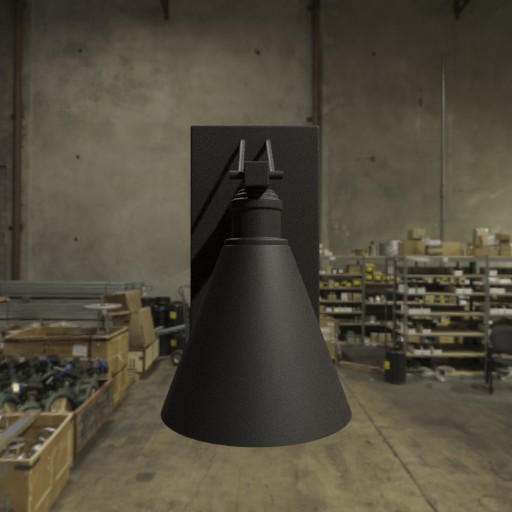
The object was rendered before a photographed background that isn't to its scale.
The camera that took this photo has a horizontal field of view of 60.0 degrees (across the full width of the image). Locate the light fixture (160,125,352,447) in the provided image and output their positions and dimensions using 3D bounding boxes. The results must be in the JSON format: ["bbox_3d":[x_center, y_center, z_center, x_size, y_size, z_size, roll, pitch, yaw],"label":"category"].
[{"bbox_3d":[0.000,0.000,0.423,0.170,0.298,0.207,0,0,-1],"label":"light fixture"}]
